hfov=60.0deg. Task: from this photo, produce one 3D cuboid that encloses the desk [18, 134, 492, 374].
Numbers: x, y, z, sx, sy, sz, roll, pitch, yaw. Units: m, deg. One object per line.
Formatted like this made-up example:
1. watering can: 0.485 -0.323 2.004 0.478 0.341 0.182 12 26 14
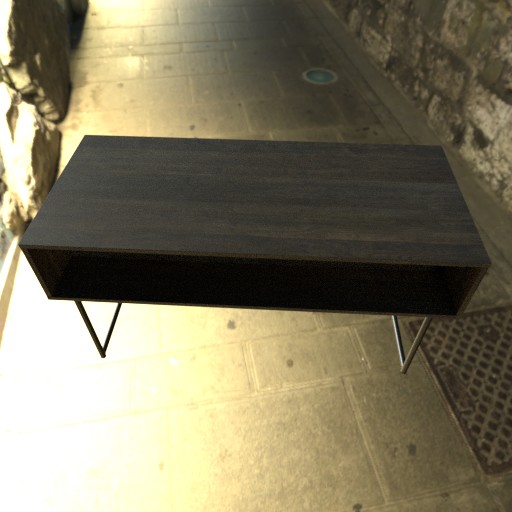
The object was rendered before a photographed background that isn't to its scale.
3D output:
1. desk: 0.000 0.000 2.027 1.600 0.780 0.730 2 46 2
